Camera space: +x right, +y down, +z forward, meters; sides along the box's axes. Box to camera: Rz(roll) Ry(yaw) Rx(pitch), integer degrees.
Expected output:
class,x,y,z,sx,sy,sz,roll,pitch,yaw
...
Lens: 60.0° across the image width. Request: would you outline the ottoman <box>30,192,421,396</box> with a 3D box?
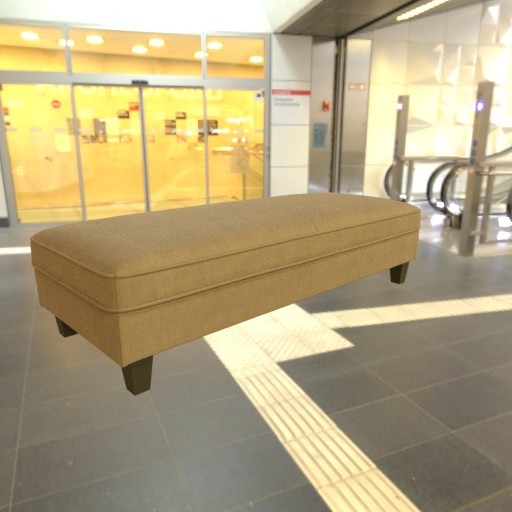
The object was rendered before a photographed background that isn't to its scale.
class,x,y,z,sx,sy,sz,roll,pitch,yaw
ottoman,0.000,0.000,2.054,1.764,0.470,0.751,-13,20,-41
